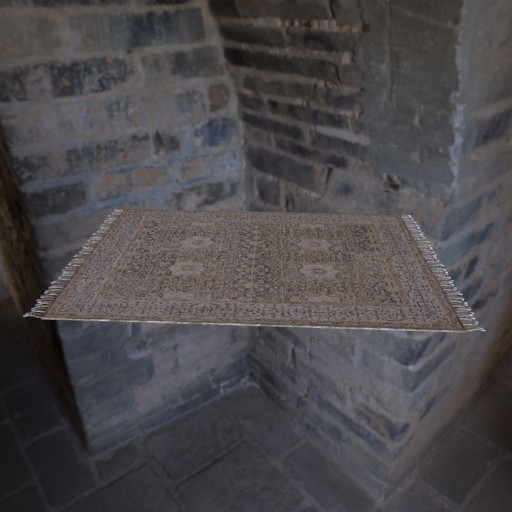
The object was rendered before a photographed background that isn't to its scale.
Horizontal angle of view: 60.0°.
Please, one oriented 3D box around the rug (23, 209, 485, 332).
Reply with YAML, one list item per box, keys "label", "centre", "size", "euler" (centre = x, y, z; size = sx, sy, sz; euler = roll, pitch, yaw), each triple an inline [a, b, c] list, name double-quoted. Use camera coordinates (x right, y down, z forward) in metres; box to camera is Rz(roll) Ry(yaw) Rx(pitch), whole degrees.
- label: "rug"
  centre: [0.000, 0.000, 2.471]
  size: [2.029, 0.010, 1.237]
  euler: [1, 29, 3]
